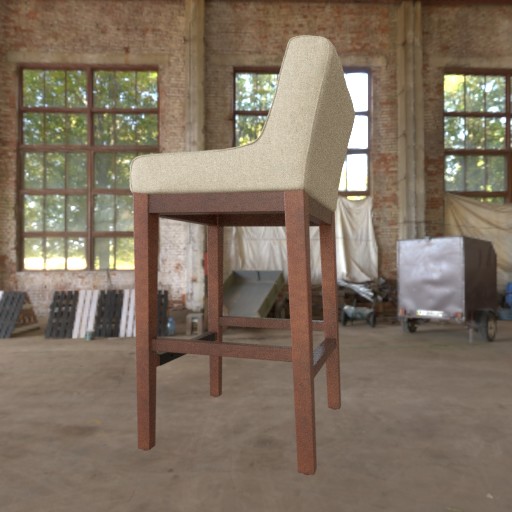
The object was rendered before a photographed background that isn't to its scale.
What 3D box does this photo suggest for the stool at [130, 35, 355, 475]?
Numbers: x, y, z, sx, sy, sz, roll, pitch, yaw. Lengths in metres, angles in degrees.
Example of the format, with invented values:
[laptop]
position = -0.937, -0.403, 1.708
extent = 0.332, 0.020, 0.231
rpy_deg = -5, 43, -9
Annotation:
[stool]
position = 0.000, 0.000, 1.219
extent = 0.500, 0.937, 0.511
rpy_deg = 0, 0, 18
